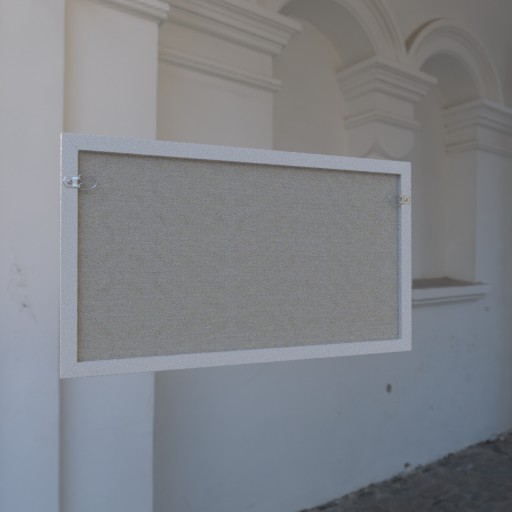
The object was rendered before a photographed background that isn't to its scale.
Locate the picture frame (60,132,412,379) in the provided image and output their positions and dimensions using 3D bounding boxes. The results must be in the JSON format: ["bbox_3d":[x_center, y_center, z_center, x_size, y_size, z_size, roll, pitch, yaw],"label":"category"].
[{"bbox_3d":[0.000,0.000,0.803,0.647,0.379,0.044,0,-1,-19],"label":"picture frame"}]
